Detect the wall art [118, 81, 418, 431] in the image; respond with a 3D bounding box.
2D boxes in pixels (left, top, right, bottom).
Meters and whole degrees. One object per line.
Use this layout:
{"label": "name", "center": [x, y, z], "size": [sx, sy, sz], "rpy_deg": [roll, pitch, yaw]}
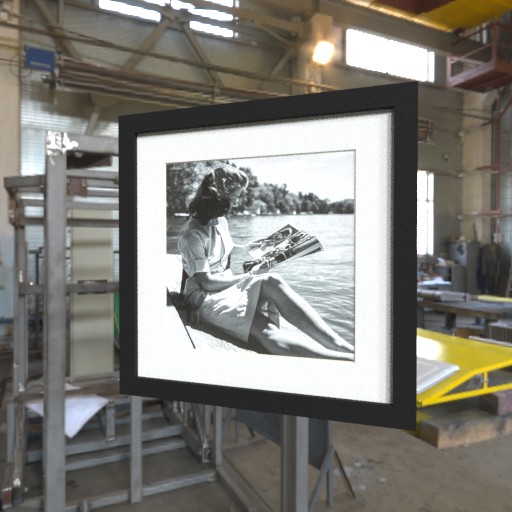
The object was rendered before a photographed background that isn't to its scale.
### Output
{"label": "wall art", "center": [0.000, 0.000, 0.450], "size": [0.308, 0.305, 0.030], "rpy_deg": [0, 1, 19]}
